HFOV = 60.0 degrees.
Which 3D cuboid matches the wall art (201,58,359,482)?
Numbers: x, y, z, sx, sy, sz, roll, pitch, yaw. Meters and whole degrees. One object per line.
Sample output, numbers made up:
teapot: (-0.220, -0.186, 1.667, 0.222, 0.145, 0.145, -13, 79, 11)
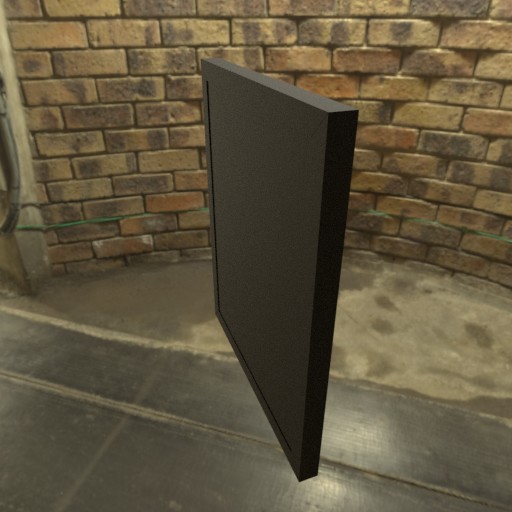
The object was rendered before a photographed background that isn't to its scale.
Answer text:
wall art: (0.000, 0.000, 0.737, 0.033, 0.559, 0.457, -11, 32, -18)
